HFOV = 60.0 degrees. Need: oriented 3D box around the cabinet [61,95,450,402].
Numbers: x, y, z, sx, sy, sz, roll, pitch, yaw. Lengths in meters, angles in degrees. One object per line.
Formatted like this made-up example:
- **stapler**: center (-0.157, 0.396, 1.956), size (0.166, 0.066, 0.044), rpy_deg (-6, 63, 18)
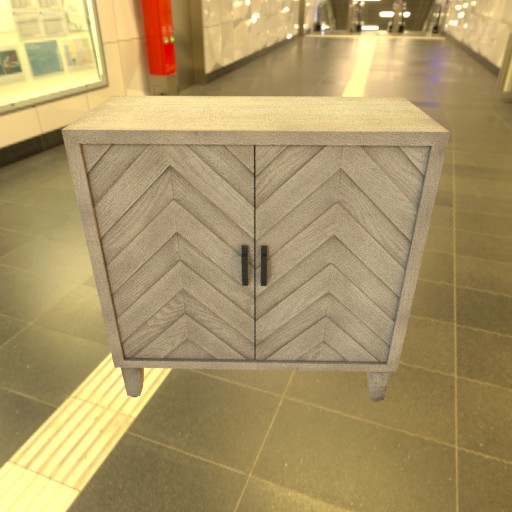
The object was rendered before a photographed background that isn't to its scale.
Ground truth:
- **cabinet**: center (0.000, 0.000, 1.239), size (0.781, 0.787, 0.370), rpy_deg (1, 31, 1)
